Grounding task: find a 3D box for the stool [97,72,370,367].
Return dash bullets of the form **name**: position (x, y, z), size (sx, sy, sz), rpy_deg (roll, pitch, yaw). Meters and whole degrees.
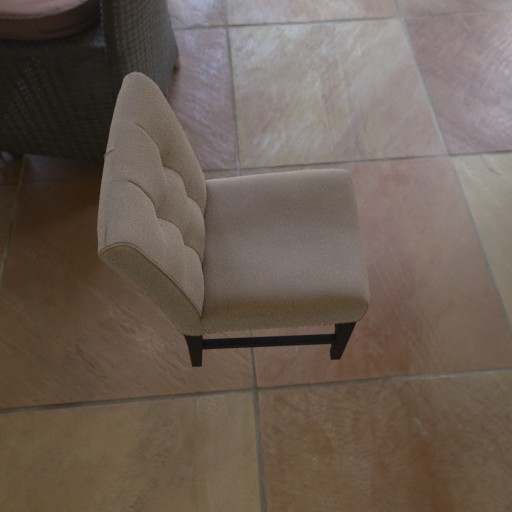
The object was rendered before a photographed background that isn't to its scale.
- **stool**: position (0.000, 0.000, 1.201), size (0.571, 0.885, 0.427), rpy_deg (-1, 63, -1)
